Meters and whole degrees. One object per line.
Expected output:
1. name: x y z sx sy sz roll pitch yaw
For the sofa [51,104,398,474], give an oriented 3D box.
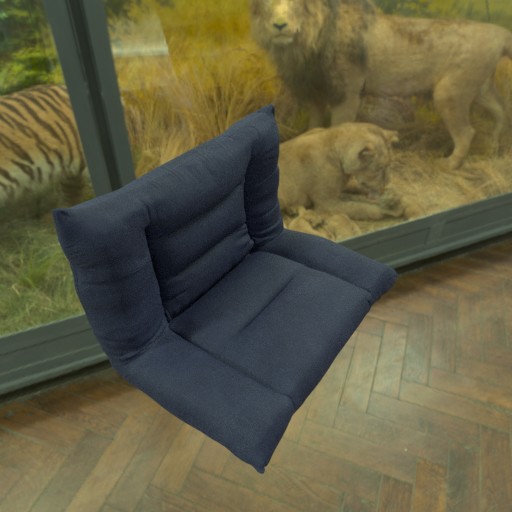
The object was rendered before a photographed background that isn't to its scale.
1. sofa: 0.000 0.000 1.705 0.849 0.778 1.122 24 45 27
